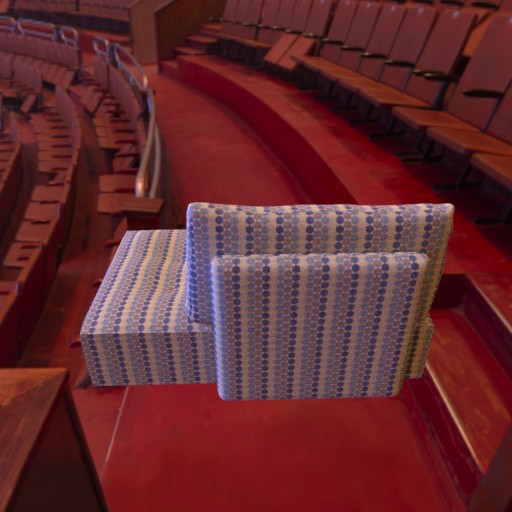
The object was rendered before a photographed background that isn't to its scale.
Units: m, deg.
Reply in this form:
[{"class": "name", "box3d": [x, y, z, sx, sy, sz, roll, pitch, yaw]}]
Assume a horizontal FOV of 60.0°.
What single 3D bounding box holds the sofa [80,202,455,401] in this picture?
[{"class": "sofa", "box3d": [0.000, 0.000, 2.048, 1.450, 0.820, 1.000, -1, 30, -2]}]
